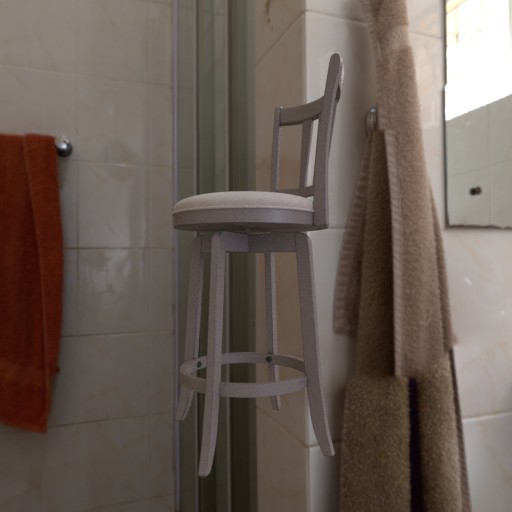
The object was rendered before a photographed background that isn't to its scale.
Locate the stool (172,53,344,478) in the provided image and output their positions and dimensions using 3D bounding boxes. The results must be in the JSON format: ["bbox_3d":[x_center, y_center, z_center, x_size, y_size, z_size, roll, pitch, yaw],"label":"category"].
[{"bbox_3d":[0.000,0.000,1.271,0.475,1.023,0.436,0,0,-18],"label":"stool"}]
